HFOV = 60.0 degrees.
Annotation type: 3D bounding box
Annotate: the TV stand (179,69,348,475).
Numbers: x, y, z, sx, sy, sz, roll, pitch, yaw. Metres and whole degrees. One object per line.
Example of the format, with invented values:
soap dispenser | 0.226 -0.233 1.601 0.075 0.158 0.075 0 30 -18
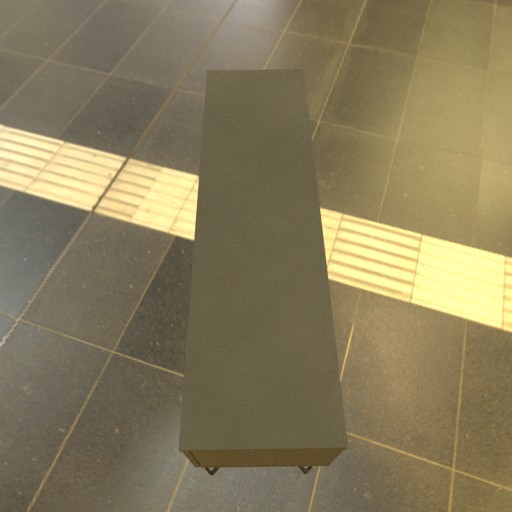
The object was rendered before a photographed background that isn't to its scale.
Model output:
TV stand | 0.000 0.000 1.619 0.400 0.560 1.400 -1 57 0
